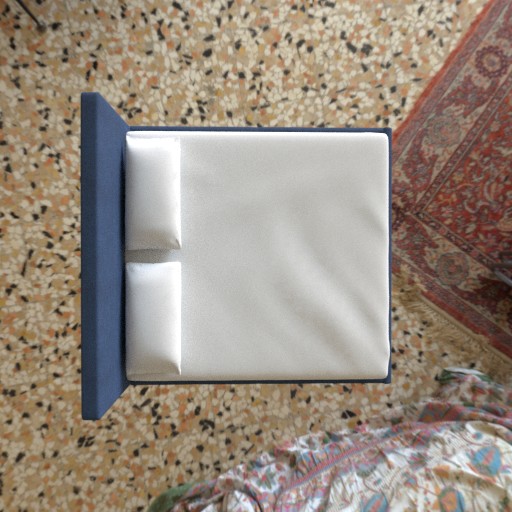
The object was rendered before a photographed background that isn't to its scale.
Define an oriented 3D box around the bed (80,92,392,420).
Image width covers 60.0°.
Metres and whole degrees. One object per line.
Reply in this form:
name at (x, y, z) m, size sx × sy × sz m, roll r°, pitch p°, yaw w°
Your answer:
bed at (0.000, 0.000, 3.400) m, size 2.232 × 1.231 × 2.096 m, roll 0°, pitch 90°, yaw -2°
